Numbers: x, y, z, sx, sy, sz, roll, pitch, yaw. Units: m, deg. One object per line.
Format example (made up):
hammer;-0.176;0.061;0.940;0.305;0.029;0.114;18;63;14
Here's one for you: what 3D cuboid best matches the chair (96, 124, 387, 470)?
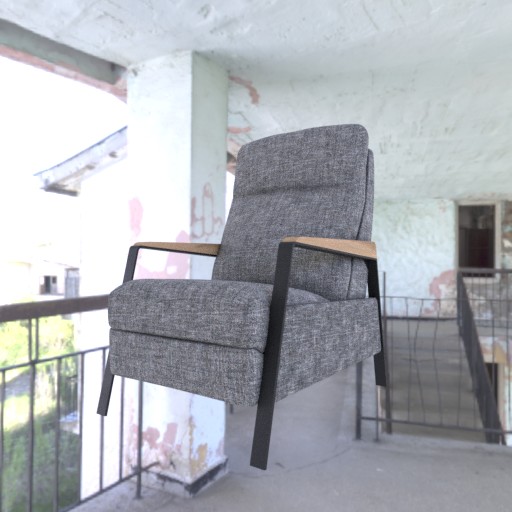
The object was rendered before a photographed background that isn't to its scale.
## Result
chair;0.000;0.000;1.618;0.671;1.042;0.868;0;0;36
